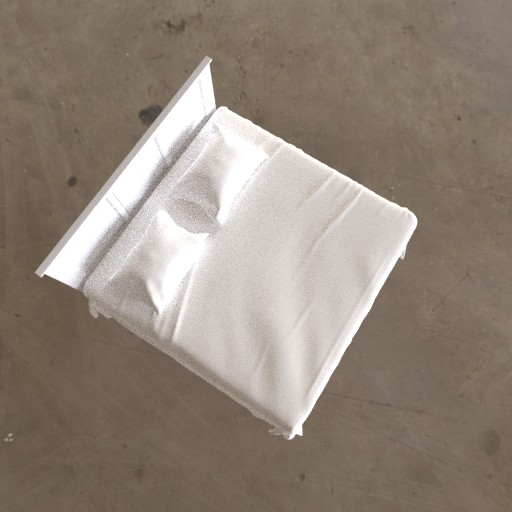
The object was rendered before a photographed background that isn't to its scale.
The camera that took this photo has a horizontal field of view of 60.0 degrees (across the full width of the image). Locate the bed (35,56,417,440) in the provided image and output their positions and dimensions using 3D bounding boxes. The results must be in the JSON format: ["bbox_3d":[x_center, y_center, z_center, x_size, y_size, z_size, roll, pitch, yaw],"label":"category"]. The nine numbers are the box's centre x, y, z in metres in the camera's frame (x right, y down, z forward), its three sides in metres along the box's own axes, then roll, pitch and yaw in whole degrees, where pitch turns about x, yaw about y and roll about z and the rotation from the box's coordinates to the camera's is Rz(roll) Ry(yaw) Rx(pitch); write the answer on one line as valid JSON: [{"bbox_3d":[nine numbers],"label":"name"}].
[{"bbox_3d":[0.000,0.000,3.599,2.215,1.273,2.317,32,77,8],"label":"bed"}]
